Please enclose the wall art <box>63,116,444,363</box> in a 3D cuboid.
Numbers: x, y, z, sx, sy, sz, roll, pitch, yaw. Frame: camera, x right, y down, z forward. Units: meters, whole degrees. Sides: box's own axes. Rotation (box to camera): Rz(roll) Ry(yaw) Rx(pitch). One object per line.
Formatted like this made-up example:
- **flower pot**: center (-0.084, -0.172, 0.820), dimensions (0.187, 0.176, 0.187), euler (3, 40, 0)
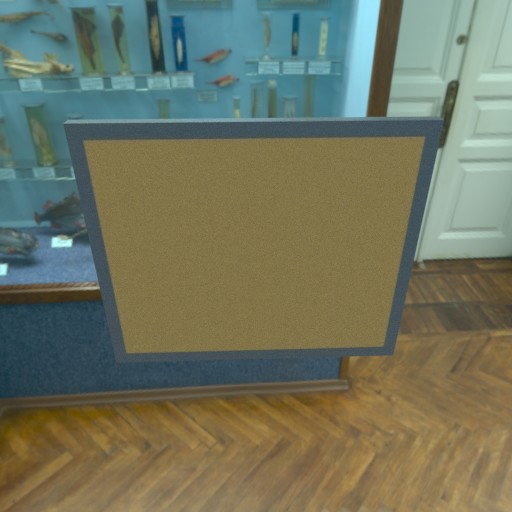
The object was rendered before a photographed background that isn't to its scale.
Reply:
- **wall art**: center (0.000, 0.000, 0.921), dimensions (0.660, 0.558, 0.026), euler (-1, 31, -2)
